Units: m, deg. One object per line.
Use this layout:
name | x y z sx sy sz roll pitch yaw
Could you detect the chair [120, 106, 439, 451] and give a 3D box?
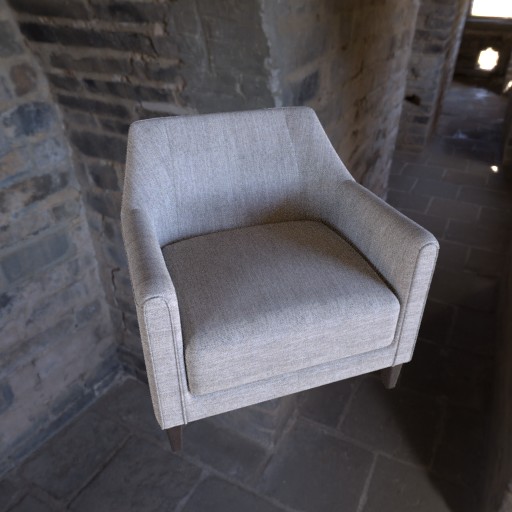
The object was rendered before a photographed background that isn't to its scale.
chair | 0.000 0.000 1.437 0.796 0.761 0.758 -10 34 -16
